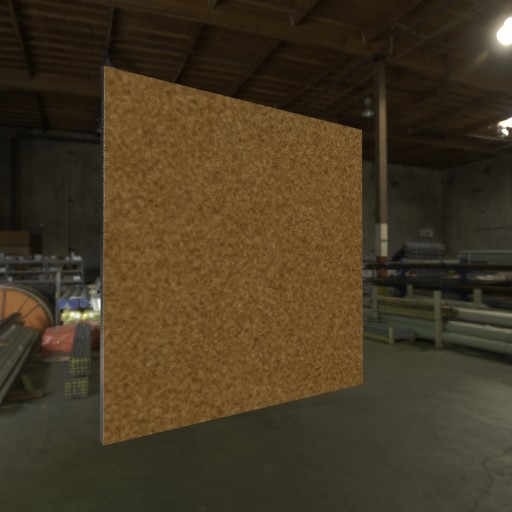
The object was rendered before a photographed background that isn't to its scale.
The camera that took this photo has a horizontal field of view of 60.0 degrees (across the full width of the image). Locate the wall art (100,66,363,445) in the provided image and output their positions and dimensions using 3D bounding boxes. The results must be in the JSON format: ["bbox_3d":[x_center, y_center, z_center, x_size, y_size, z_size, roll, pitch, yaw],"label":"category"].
[{"bbox_3d":[0.000,0.000,0.653,0.446,0.445,0.014,1,-1,-35],"label":"wall art"}]
